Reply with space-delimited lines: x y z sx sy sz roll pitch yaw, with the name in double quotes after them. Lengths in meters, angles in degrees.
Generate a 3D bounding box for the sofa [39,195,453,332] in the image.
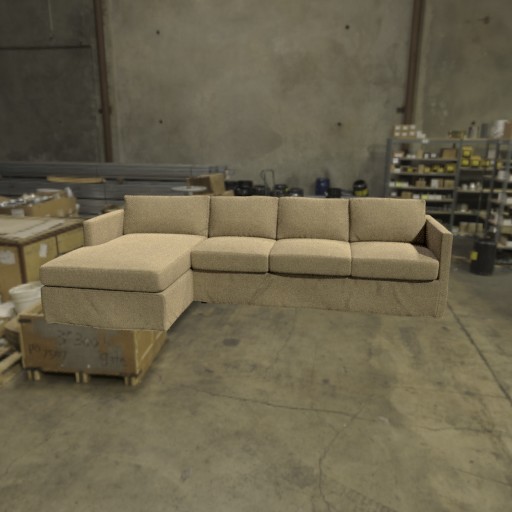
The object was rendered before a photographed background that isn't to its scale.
0.000 0.000 3.909 3.198 0.920 1.638 2 15 10 "sofa"
